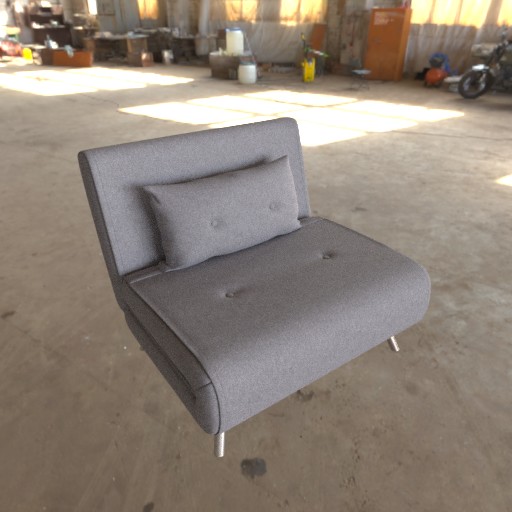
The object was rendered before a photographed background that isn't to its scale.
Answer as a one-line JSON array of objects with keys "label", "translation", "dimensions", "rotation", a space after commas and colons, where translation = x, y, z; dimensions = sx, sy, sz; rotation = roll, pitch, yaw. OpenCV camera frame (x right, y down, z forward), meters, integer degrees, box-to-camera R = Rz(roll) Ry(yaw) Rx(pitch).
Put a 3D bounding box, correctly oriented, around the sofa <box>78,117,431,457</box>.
[{"label": "sofa", "translation": [0.000, 0.000, 1.777], "dimensions": [1.020, 0.825, 1.000], "rotation": [-19, 35, -30]}]
